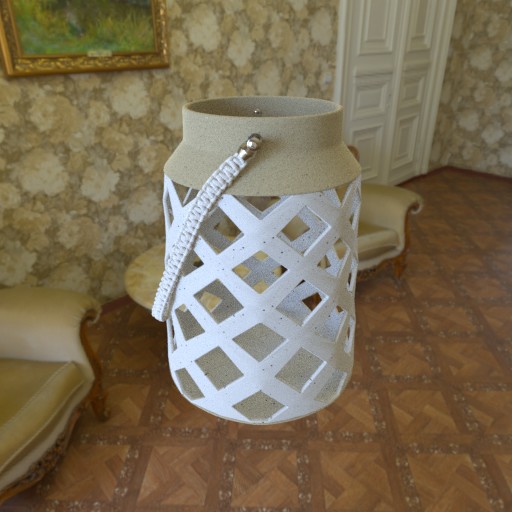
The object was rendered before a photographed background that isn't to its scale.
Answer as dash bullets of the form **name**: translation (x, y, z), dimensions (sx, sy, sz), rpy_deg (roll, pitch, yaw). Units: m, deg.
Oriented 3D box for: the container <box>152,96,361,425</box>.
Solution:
- **container**: translation (0.000, 0.000, 0.352), dimensions (0.172, 0.229, 0.163), rpy_deg (0, 26, 1)
